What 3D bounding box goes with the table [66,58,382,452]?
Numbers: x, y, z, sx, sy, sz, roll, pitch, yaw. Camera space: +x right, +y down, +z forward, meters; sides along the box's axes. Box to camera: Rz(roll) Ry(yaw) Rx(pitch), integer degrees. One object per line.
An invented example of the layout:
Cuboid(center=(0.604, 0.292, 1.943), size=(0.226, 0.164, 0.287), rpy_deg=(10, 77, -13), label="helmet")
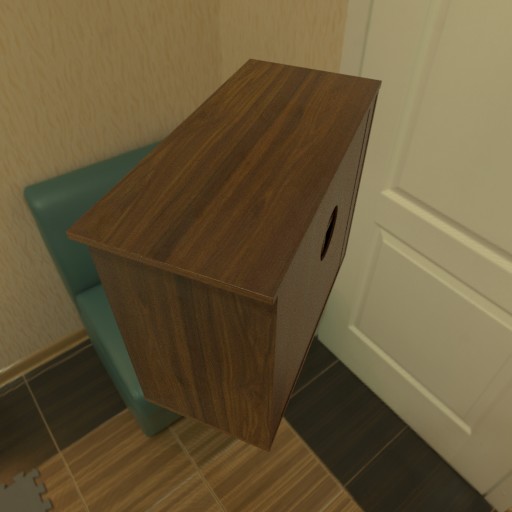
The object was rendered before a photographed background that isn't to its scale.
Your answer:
Cuboid(center=(0.000, 0.000, 1.225), size=(0.390, 0.725, 0.802), rpy_deg=(17, 48, 16), label="table")
